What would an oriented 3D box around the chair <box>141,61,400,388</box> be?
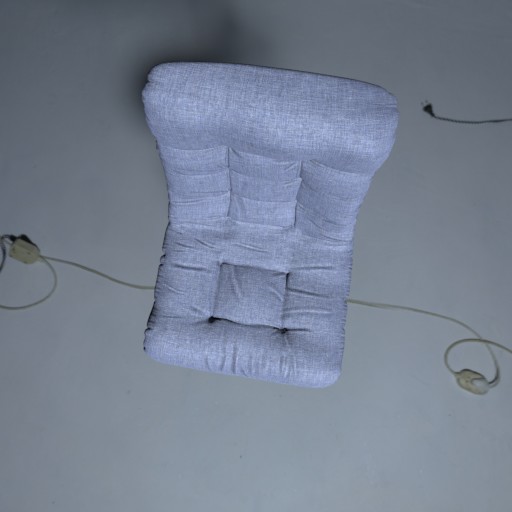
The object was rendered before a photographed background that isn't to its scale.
[{"bbox_3d":[0.000,0.000,1.212,0.597,0.749,0.668,8,78,2],"label":"chair"}]
